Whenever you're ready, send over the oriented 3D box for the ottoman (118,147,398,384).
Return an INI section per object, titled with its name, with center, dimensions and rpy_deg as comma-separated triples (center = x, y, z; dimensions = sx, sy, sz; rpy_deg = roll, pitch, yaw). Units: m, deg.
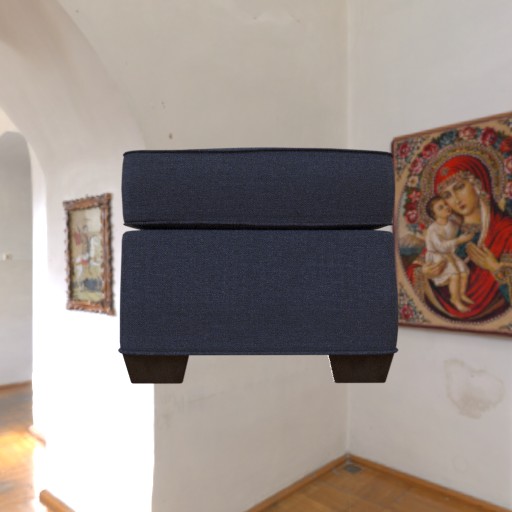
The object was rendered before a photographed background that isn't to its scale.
[ottoman]
center = 0.000, 0.000, 1.203
dimensions = 0.505, 0.453, 0.895
rpy_deg = 0, 0, -1
